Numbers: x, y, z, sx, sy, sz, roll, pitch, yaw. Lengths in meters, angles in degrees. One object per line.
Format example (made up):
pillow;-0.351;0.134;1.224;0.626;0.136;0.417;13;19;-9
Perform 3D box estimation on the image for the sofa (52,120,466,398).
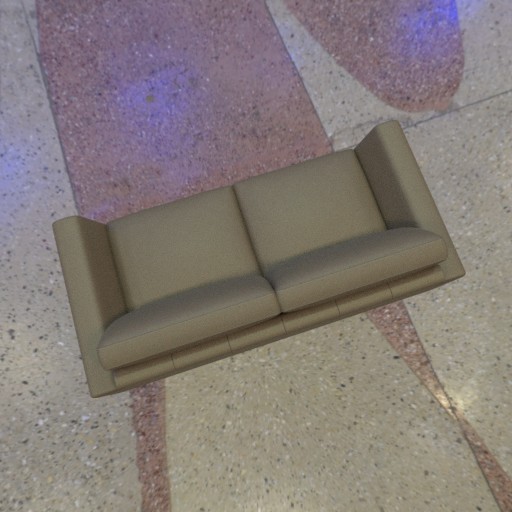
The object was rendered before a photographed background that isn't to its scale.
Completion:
sofa;0.000;0.000;2.491;2.017;0.875;0.953;-17;77;-4
